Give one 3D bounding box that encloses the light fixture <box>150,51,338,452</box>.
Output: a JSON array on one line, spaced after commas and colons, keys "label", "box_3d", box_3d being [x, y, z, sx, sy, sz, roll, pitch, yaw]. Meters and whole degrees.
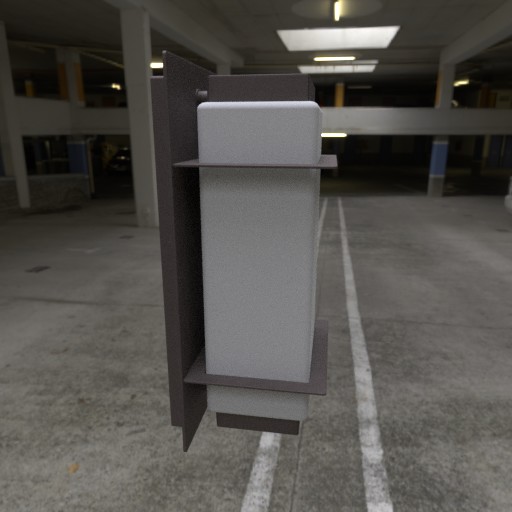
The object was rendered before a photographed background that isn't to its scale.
[{"label": "light fixture", "box_3d": [0.000, 0.000, 0.431, 0.146, 0.347, 0.153, 3, 16, 9]}]
